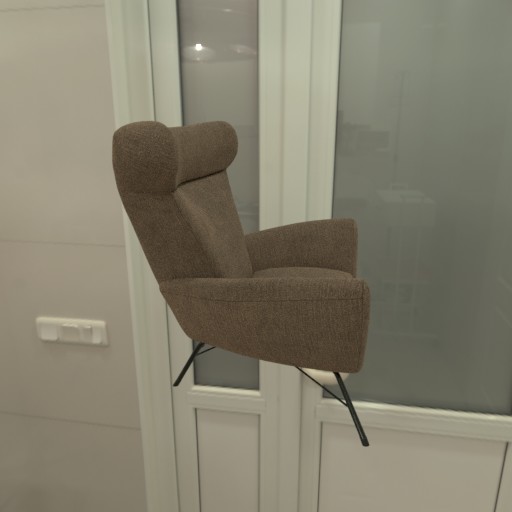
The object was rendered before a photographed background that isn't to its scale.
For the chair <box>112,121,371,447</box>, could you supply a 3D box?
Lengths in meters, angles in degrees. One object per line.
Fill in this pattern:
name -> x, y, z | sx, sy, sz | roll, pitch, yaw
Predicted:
chair -> 0.000, 0.000, 1.763 | 0.900, 1.040, 0.980 | 3, 16, 10
